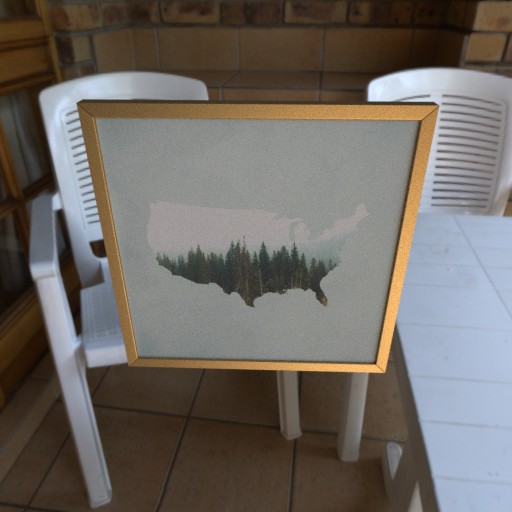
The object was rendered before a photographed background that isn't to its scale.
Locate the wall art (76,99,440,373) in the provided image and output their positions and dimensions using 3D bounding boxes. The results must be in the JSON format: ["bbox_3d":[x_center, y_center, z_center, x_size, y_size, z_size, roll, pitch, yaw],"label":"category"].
[{"bbox_3d":[0.000,0.000,1.139,0.762,0.762,0.038,1,31,2],"label":"wall art"}]
